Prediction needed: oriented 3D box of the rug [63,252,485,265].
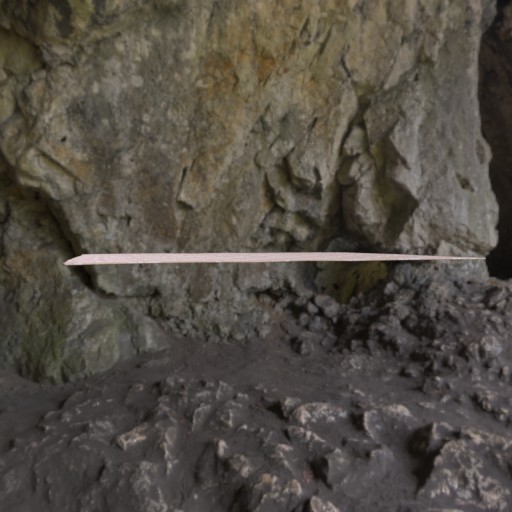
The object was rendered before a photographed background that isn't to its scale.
[{"bbox_3d":[0.000,0.000,4.413,3.365,0.020,2.452,-1,2,-19],"label":"rug"}]
